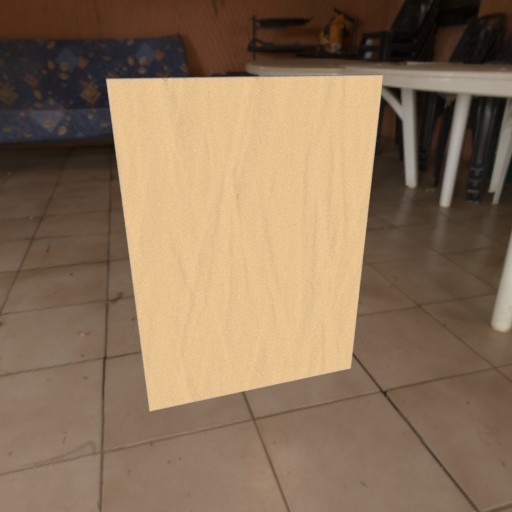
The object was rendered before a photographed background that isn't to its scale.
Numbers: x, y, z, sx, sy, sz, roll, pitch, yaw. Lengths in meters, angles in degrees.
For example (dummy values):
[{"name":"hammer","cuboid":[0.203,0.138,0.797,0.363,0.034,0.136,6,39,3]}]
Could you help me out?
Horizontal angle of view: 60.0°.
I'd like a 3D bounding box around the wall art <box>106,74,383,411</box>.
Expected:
[{"name":"wall art","cuboid":[0.000,0.000,1.484,0.810,1.116,0.016,-7,26,-16]}]
